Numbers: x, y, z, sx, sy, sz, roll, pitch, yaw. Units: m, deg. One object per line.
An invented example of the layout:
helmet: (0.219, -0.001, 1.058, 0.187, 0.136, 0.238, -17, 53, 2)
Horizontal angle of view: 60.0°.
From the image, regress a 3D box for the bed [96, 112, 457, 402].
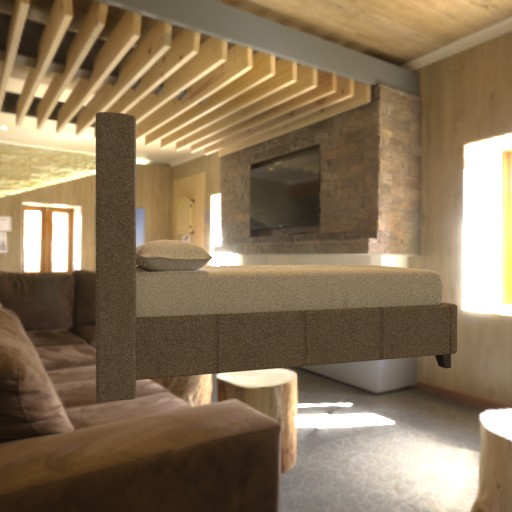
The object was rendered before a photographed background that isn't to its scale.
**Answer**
bed: (0.000, 0.000, 3.375, 2.245, 1.476, 1.714, 0, 0, -18)
